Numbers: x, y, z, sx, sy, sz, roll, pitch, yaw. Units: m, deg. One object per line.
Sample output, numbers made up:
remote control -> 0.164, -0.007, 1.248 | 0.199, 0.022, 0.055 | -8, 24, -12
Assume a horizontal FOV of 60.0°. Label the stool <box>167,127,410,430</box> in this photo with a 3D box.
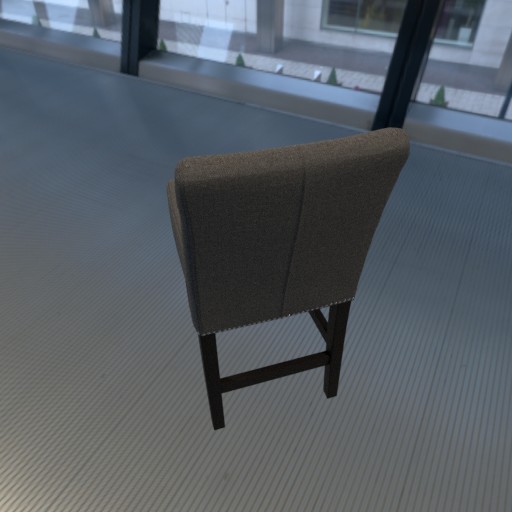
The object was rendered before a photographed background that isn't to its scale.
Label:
stool -> 0.000, 0.000, 1.206 | 0.427, 0.885, 0.571 | -11, 42, -13
